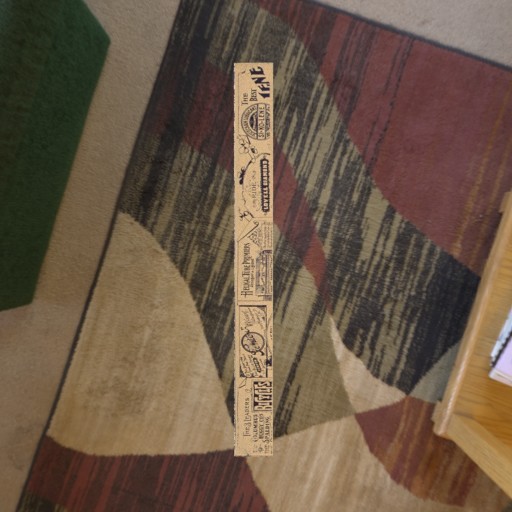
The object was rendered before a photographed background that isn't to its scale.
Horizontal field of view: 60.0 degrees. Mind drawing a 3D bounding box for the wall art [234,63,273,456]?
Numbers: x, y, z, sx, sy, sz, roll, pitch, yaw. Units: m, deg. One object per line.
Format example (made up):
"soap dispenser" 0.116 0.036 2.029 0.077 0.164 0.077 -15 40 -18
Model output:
"wall art" 0.000 0.000 0.759 0.040 0.601 0.408 0 91 0
